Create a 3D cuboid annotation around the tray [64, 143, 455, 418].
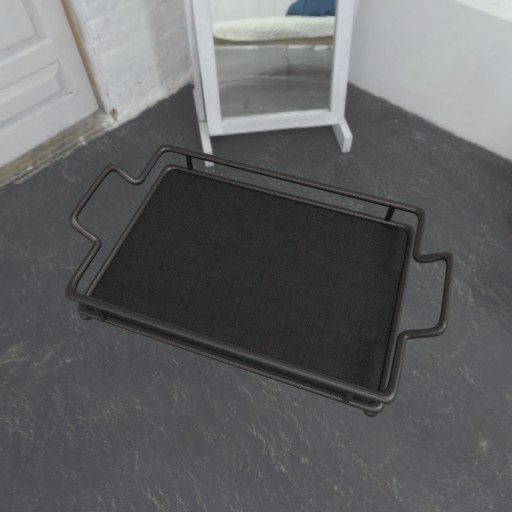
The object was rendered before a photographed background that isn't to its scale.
[{"bbox_3d":[0.000,0.000,0.611,0.495,0.101,0.297,16,58,10],"label":"tray"}]
